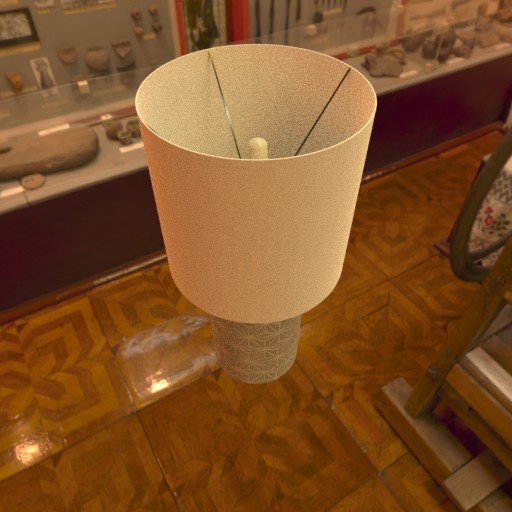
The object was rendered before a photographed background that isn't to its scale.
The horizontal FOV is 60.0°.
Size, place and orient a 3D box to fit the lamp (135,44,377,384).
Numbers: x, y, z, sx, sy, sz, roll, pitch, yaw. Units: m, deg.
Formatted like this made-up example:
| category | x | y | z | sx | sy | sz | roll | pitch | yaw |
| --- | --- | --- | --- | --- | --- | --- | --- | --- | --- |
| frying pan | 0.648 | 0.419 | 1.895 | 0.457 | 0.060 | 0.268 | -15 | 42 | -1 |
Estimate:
| category | x | y | z | sx | sy | sz | roll | pitch | yaw |
| --- | --- | --- | --- | --- | --- | --- | --- | --- | --- |
| lamp | 0.000 | 0.000 | 0.536 | 0.206 | 0.416 | 0.206 | -22 | 50 | -19 |
